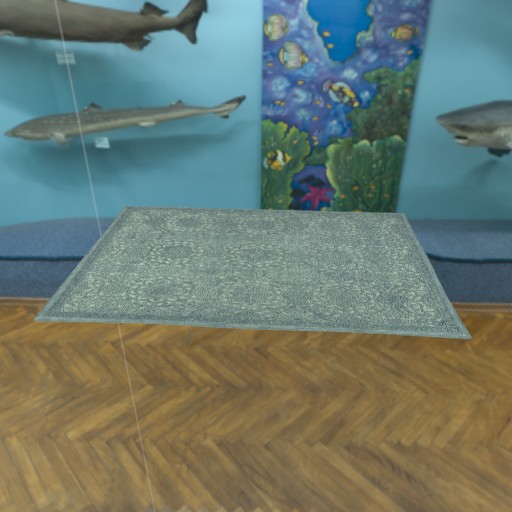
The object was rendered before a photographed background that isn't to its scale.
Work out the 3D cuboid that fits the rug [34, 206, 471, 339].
[{"bbox_3d":[0.000,0.000,2.367,1.830,0.016,1.224,2,30,3],"label":"rug"}]
